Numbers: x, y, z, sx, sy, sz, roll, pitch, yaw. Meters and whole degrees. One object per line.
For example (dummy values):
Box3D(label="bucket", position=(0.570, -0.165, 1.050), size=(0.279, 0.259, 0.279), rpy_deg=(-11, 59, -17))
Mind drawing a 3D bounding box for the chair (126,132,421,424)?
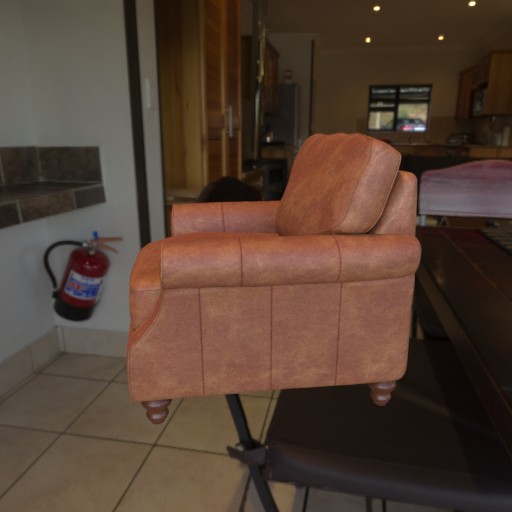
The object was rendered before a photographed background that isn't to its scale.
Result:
Box3D(label="chair", position=(0.000, 0.000, 1.793), size=(0.986, 0.962, 0.983), rpy_deg=(-2, 15, -8))
